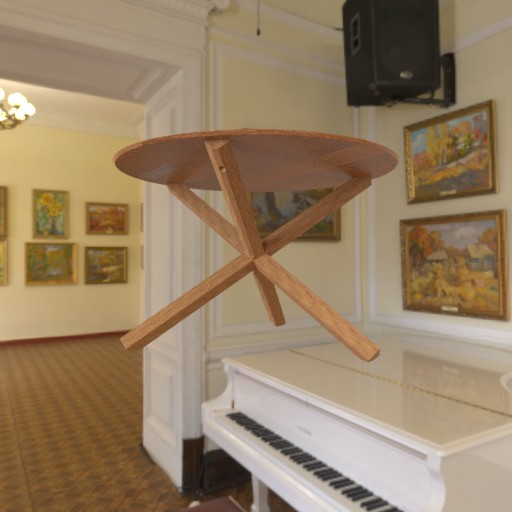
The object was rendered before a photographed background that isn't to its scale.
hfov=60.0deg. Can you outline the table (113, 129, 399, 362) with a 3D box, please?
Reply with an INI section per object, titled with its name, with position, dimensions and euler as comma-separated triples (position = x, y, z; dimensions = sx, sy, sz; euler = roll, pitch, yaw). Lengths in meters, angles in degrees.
[table]
position = 0.000, 0.000, 1.687
dimensions = 1.038, 0.666, 1.038
euler = 0, 0, 0
